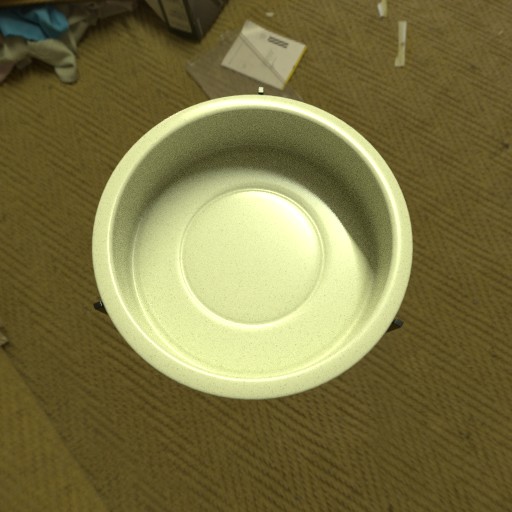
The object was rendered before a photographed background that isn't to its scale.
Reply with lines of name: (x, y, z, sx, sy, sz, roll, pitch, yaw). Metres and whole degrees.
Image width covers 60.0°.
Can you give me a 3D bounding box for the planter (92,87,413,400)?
planter: (0.000, 0.000, 0.543, 0.345, 0.171, 0.336, 32, 77, 9)
